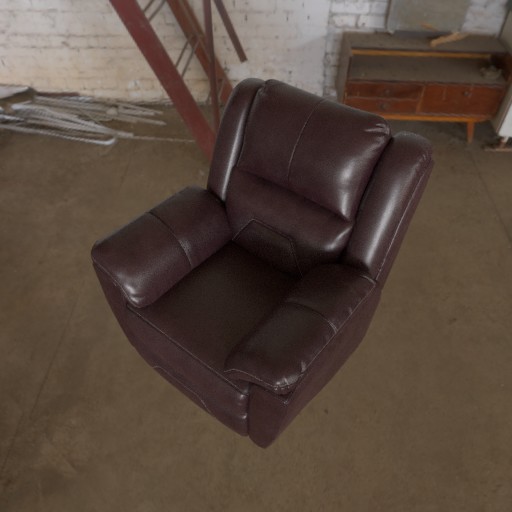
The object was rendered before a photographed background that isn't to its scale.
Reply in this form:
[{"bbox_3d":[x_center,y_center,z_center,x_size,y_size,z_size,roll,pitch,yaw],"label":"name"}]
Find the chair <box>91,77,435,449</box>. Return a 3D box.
[{"bbox_3d":[0.000,0.000,1.865,0.990,1.093,1.041,30,53,25],"label":"chair"}]
